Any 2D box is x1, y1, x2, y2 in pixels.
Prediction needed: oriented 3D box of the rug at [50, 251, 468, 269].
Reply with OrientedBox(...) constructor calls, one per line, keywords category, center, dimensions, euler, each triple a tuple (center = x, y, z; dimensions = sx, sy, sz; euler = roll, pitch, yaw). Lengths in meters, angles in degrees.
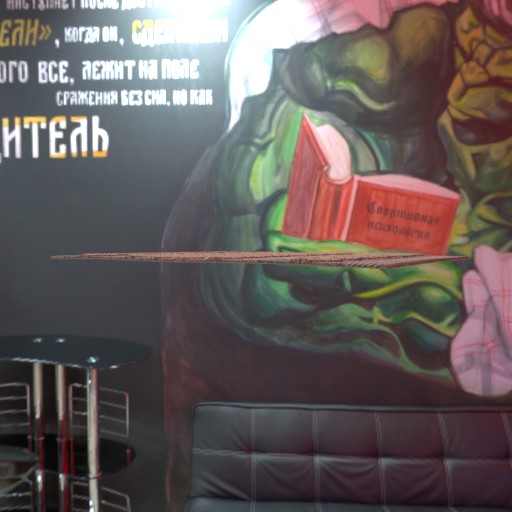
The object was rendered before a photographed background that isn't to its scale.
OrientedBox(category="rug", center=(0.000, 0.000, 2.323), dimensions=(1.823, 0.030, 1.222), euler=(1, 2, 36))
